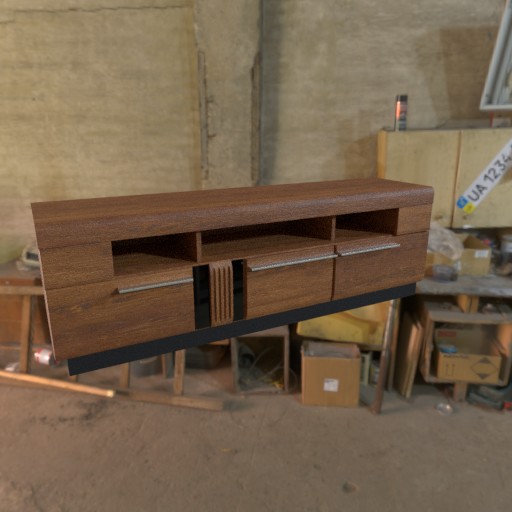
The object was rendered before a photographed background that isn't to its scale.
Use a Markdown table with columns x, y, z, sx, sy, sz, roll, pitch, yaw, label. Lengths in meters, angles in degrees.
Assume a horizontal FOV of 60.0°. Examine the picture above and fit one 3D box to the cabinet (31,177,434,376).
| x | y | z | sx | sy | sz | roll | pitch | yaw | label |
| --- | --- | --- | --- | --- | --- | --- | --- | --- | --- |
| 0.000 | 0.000 | 1.835 | 1.600 | 0.510 | 0.419 | -9 | 19 | -26 | cabinet |
